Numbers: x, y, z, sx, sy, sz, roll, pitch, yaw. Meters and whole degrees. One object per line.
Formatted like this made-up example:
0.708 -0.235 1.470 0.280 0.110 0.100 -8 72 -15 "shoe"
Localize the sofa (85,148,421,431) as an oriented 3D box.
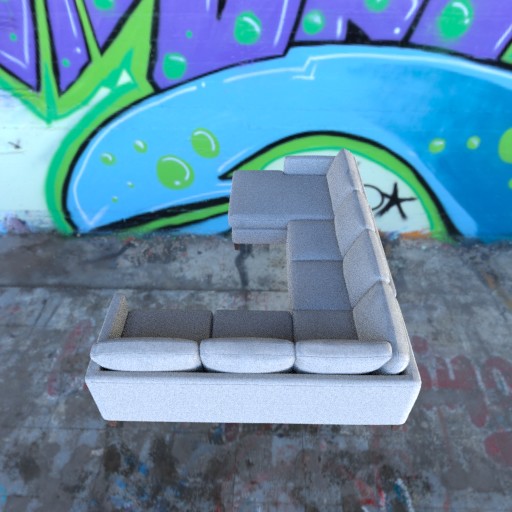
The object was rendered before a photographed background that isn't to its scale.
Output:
0.000 0.000 4.764 2.593 0.959 3.460 1 42 1 "sofa"
